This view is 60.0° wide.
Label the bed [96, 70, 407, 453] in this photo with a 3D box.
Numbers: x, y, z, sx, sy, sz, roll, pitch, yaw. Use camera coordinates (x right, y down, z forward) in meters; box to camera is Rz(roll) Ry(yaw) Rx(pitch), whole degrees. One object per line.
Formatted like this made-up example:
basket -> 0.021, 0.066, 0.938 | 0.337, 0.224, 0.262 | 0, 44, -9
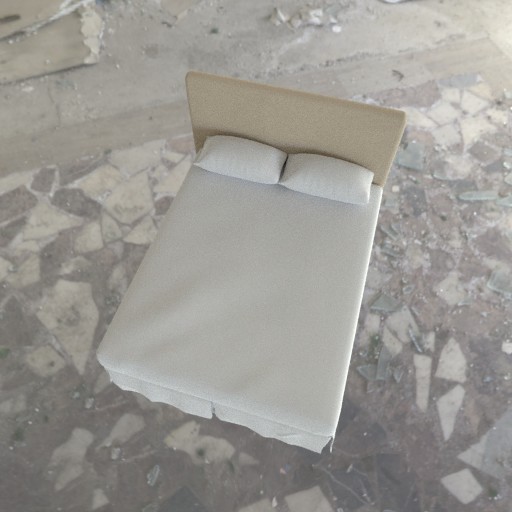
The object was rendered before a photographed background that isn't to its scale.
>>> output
bed -> 0.000, 0.000, 3.223 | 1.723, 1.330, 2.142 | 14, 59, 9
